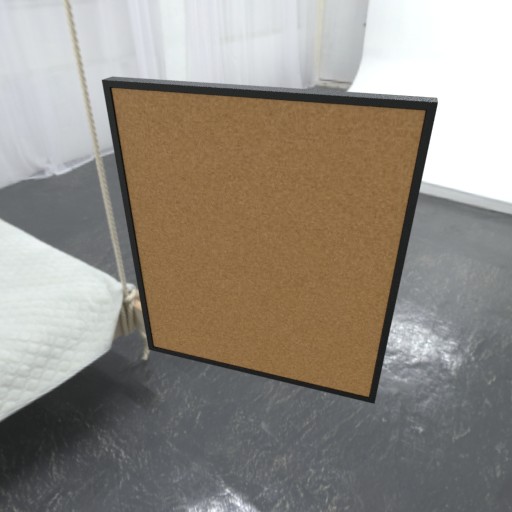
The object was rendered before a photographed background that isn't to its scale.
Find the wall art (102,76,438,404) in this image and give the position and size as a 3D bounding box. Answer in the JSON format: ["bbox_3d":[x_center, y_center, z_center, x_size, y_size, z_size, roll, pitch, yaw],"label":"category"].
[{"bbox_3d":[0.000,0.000,0.527,0.330,0.381,0.019,10,33,15],"label":"wall art"}]
